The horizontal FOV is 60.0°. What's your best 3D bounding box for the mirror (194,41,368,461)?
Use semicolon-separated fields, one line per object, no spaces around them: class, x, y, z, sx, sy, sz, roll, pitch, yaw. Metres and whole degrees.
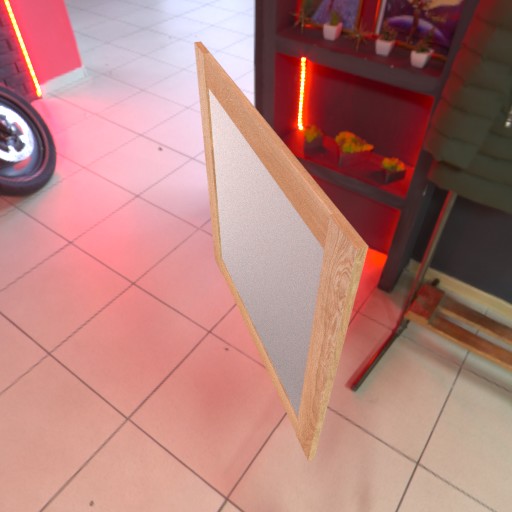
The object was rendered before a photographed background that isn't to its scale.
mirror;0.000;0.000;1.157;0.020;0.800;0.800;-16;48;-15
